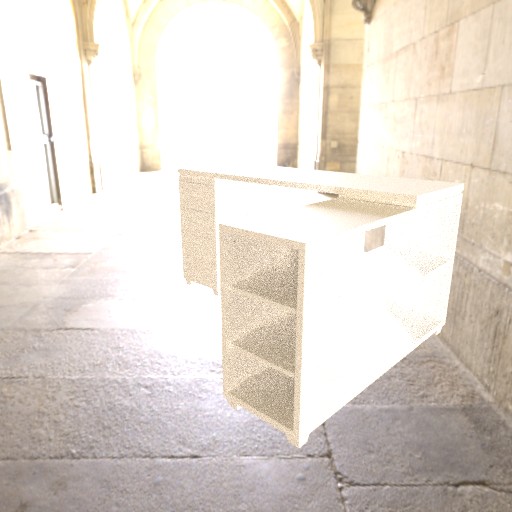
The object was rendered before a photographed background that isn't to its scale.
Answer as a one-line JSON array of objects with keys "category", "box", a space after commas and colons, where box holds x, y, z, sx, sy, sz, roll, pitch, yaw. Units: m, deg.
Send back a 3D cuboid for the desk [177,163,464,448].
[{"category": "desk", "box": [0.000, 0.000, 2.252, 1.524, 0.759, 1.199, 16, 23, 41]}]
